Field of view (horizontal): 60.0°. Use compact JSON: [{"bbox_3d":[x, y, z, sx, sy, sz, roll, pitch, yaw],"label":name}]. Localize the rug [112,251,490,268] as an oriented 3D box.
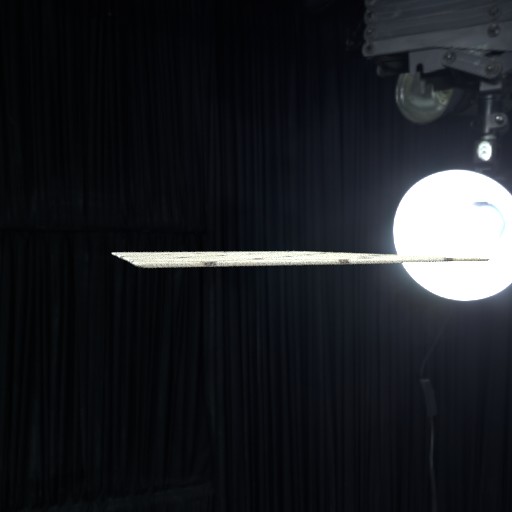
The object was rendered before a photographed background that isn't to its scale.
[{"bbox_3d":[0.000,0.000,4.063,2.399,0.026,3.000,-1,2,-20],"label":"rug"}]
